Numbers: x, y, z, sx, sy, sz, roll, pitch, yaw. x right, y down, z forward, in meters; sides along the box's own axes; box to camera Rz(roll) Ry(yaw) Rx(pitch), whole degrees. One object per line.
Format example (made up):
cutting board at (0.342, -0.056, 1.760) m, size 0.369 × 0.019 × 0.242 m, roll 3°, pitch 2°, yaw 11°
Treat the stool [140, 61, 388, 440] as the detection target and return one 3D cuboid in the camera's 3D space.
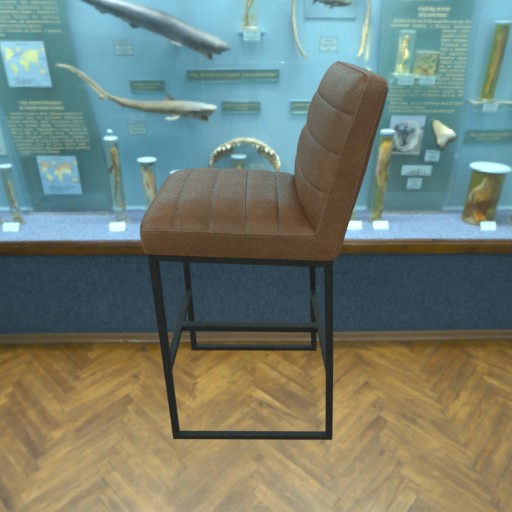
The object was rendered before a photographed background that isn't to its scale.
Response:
stool at (0.000, 0.000, 1.312) m, size 0.556 × 1.040 × 0.458 m, roll 0°, pitch 27°, yaw 0°
